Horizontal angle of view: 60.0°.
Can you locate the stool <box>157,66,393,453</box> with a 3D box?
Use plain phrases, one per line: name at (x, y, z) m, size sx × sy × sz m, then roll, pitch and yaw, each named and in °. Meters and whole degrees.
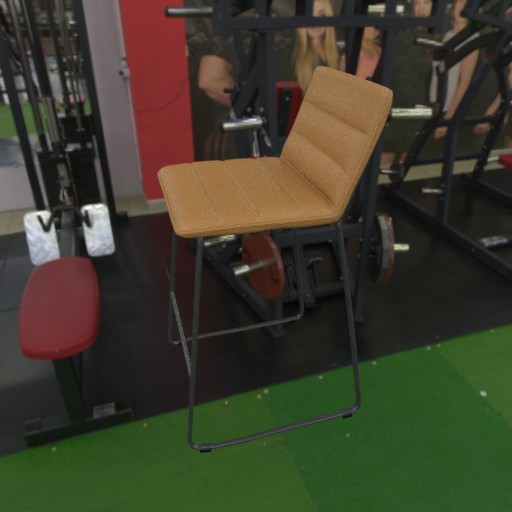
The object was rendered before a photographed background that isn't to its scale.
stool at (0.000, 0.000, 1.247) m, size 0.524 × 0.936 × 0.489 m, roll -9°, pitch 32°, yaw -14°
